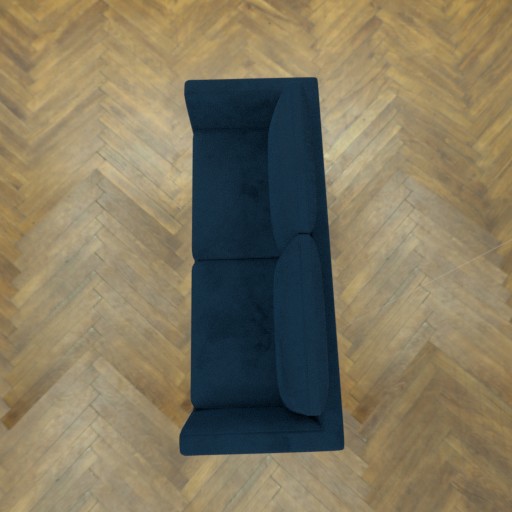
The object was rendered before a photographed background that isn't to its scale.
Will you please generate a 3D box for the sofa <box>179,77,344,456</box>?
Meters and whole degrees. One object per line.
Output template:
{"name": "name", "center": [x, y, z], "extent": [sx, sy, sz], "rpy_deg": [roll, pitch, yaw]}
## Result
{"name": "sofa", "center": [0.000, 0.000, 2.768], "extent": [0.853, 0.998, 2.212], "rpy_deg": [-2, 75, 0]}
